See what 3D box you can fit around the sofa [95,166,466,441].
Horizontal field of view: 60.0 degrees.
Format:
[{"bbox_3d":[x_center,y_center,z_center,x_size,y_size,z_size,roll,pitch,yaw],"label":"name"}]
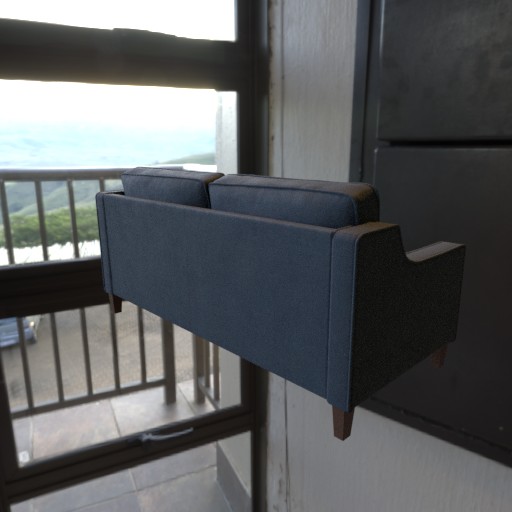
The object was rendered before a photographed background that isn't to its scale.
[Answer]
[{"bbox_3d":[0.000,0.000,2.806,1.066,1.071,2.178,-13,19,-42],"label":"sofa"}]
